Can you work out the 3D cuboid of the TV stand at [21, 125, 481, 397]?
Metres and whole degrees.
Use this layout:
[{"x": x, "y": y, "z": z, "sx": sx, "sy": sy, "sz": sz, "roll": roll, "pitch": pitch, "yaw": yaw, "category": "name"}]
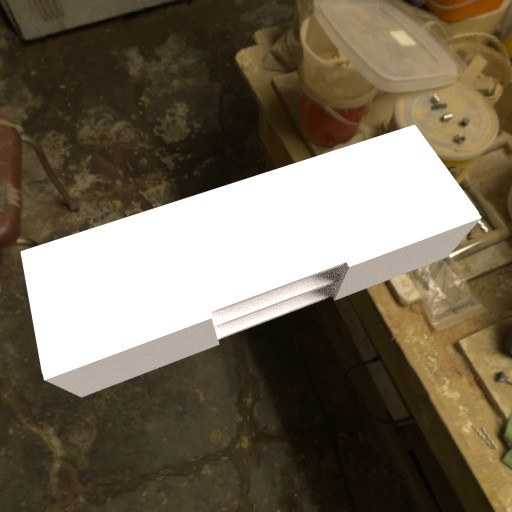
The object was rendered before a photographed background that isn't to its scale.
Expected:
[{"x": 0.000, "y": 0.000, "z": 1.537, "sx": 1.400, "sy": 0.310, "sz": 0.420, "roll": -19, "pitch": 65, "yaw": -9, "category": "TV stand"}]
